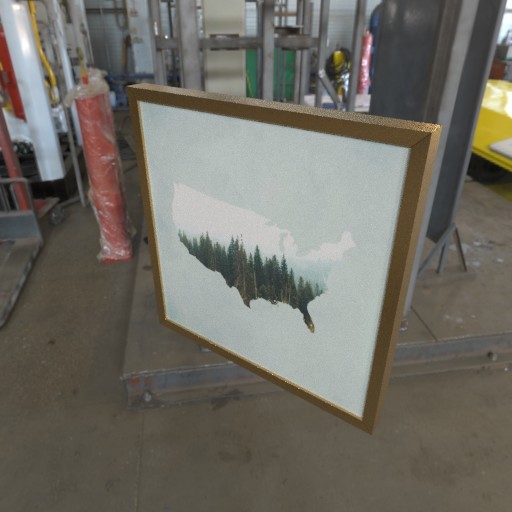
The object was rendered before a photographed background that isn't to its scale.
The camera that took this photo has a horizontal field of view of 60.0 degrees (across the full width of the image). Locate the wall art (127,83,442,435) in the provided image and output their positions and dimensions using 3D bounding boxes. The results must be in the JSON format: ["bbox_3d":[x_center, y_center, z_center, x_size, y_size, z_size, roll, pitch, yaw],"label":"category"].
[{"bbox_3d":[0.000,0.000,0.761,0.509,0.509,0.040,20,36,30],"label":"wall art"}]
